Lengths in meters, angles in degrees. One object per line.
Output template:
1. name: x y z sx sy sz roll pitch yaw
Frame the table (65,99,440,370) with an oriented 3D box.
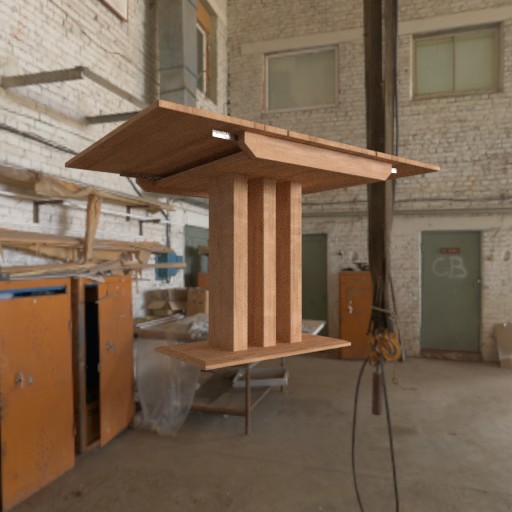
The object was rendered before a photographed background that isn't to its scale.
1. table: 0.000 0.000 1.860 1.300 0.770 0.900 1 -1 -37
